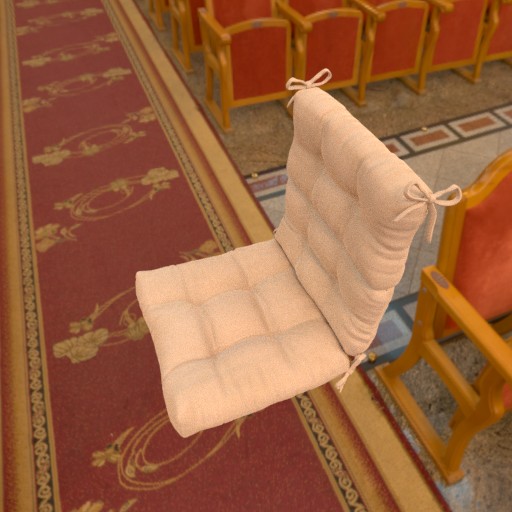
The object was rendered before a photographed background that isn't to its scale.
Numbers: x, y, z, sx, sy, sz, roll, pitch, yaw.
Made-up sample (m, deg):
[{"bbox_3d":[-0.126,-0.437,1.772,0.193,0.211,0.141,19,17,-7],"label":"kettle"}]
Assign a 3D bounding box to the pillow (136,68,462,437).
[{"bbox_3d":[0.000,0.000,1.026,0.571,0.605,0.519,-16,48,-15],"label":"pillow"}]
